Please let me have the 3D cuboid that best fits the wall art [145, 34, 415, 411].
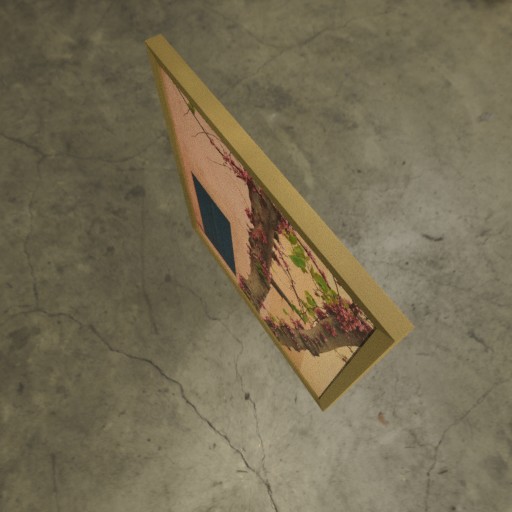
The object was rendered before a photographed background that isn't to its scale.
[{"bbox_3d":[0.000,0.000,1.117,0.038,0.762,0.762,-31,68,-15],"label":"wall art"}]
